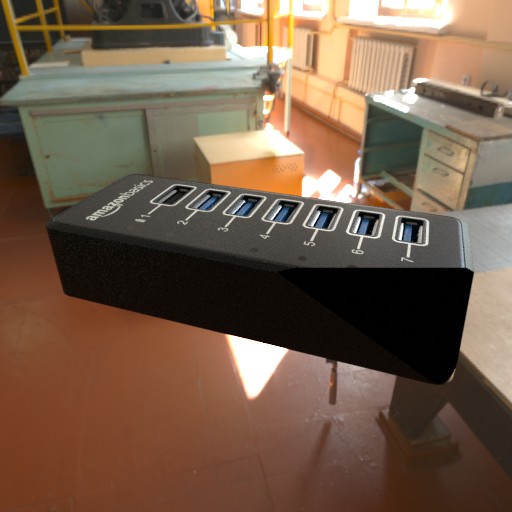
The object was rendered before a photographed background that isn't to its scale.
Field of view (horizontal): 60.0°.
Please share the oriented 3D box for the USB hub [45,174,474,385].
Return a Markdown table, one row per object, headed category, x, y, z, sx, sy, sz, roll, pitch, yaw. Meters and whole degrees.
| category | x | y | z | sx | sy | sz | roll | pitch | yaw |
| --- | --- | --- | --- | --- | --- | --- | --- | --- | --- |
| USB hub | 0.000 | 0.000 | 0.127 | 0.110 | 0.023 | 0.044 | 10 | 32 | 17 |
